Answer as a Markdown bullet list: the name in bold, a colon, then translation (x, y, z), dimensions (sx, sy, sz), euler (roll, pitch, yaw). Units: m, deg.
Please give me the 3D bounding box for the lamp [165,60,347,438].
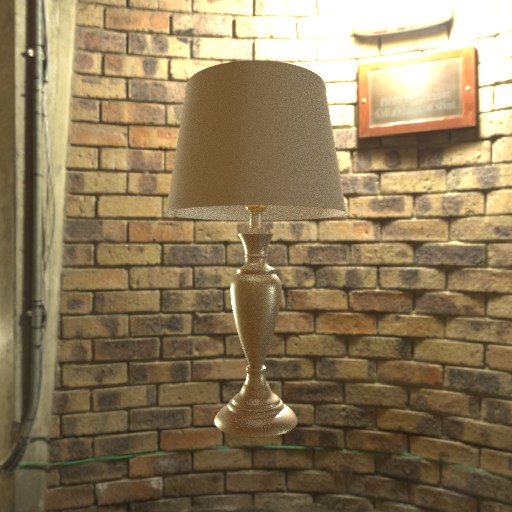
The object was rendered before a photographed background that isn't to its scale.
- **lamp**: translation (0.000, 0.000, 0.819), dimensions (0.328, 0.612, 0.328), euler (0, 1, 0)
